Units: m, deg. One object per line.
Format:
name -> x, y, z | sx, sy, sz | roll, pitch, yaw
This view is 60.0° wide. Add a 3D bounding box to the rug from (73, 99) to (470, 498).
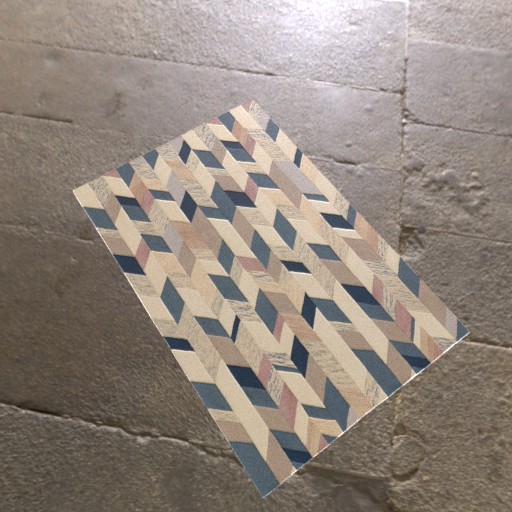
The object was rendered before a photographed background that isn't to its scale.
rug -> 0.000, 0.000, 2.254 | 1.202, 0.006, 1.813 | -32, 68, -15
